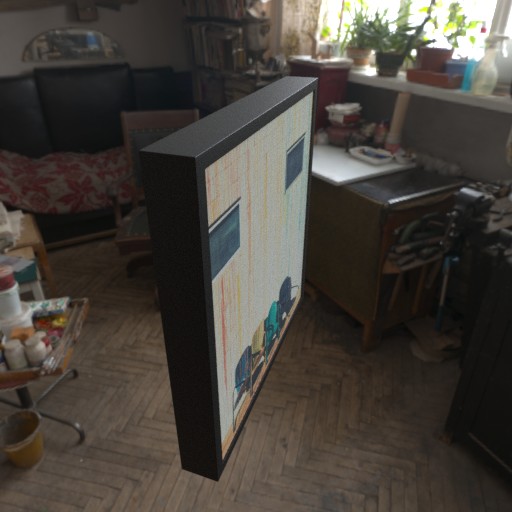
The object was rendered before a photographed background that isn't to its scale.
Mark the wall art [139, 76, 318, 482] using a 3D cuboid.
[{"bbox_3d":[0.000,0.000,0.456,0.038,0.304,0.304,10,32,17],"label":"wall art"}]
